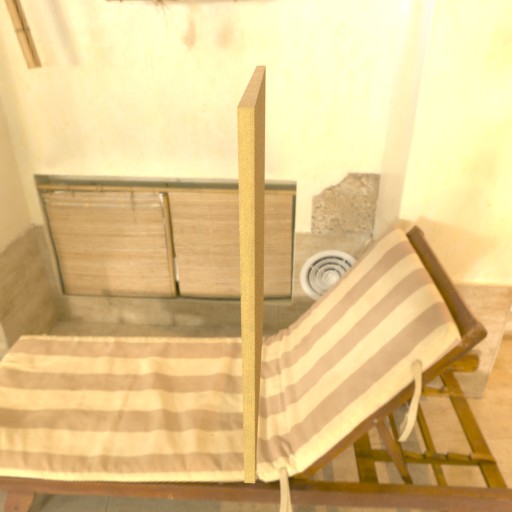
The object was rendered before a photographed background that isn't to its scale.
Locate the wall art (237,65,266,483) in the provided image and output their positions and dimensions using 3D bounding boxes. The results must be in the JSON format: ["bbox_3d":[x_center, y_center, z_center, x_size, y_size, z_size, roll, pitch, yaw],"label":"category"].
[{"bbox_3d":[0.000,0.000,1.347,0.030,1.002,0.798,1,28,2],"label":"wall art"}]
